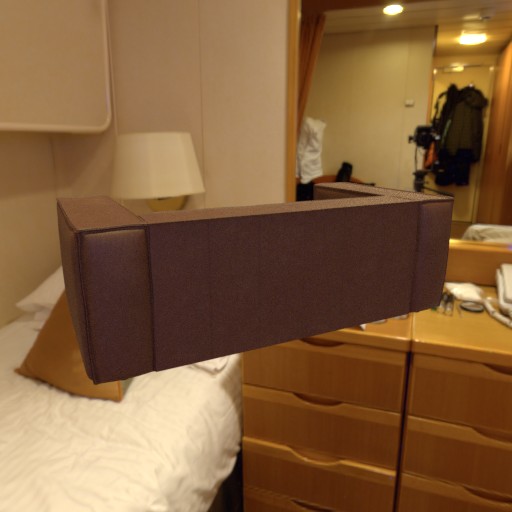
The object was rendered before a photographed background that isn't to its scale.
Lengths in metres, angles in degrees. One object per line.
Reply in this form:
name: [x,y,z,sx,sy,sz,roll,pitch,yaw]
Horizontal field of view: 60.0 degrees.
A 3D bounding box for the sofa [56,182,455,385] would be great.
sofa: [0.000,0.000,2.617,2.088,0.703,1.102,-7,16,-26]
